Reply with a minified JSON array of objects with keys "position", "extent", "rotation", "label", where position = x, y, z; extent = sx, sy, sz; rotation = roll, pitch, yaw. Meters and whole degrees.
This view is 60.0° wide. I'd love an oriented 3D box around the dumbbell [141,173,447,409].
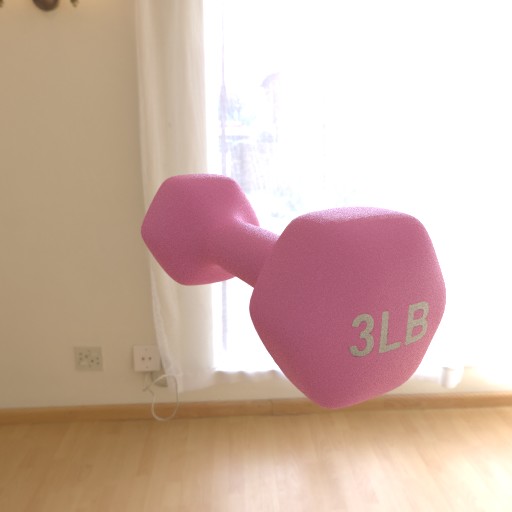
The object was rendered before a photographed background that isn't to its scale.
[{"position":[0.000,0.000,0.188],"extent":[0.064,0.058,0.159],"rotation":[-8,18,-27],"label":"dumbbell"}]
